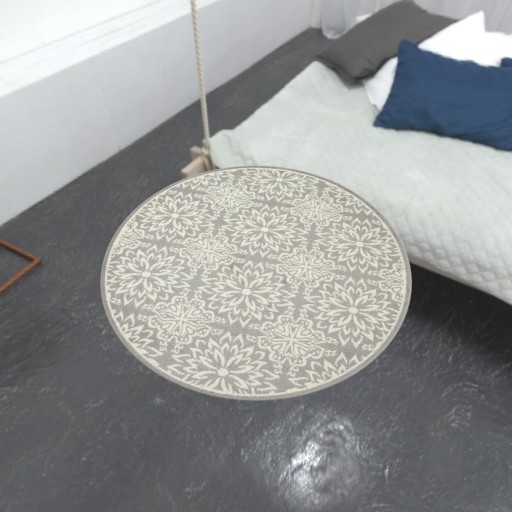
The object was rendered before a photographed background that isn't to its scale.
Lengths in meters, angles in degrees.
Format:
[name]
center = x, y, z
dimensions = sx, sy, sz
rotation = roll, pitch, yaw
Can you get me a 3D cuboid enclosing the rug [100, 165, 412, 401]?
[rug]
center = 0.000, 0.000, 2.331
dimensions = 1.593, 0.012, 1.593
rotation = 0, 47, 0
